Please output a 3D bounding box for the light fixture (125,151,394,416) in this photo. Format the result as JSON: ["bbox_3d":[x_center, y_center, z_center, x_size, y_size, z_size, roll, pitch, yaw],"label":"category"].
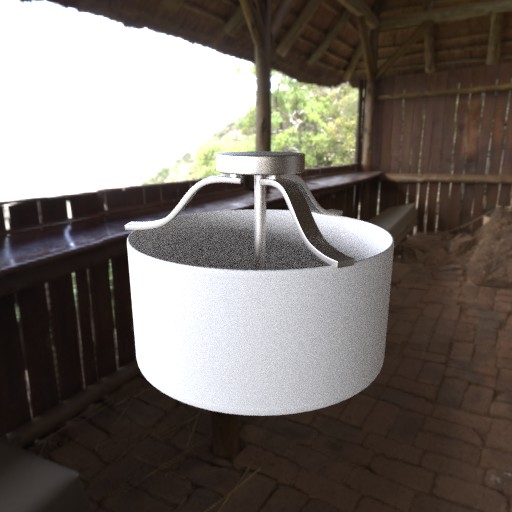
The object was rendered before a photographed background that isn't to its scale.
[{"bbox_3d":[0.000,0.000,0.670,0.395,0.304,0.395,0,16,0],"label":"light fixture"}]
